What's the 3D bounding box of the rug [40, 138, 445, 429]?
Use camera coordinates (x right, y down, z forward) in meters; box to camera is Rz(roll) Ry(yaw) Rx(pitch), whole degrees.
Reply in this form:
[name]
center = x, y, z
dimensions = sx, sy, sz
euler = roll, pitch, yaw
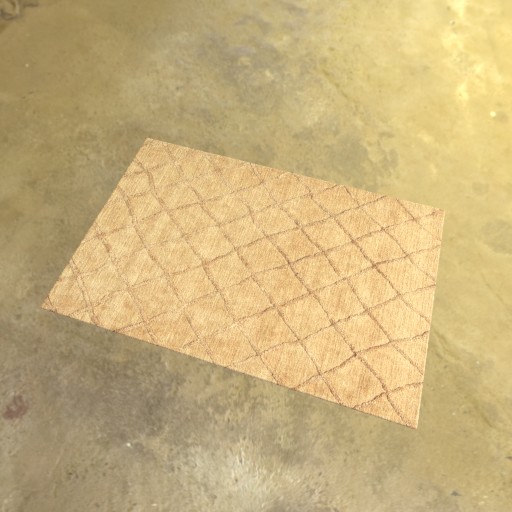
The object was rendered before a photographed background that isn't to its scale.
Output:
[rug]
center = 0.000, 0.000, 2.916
dimensions = 2.292, 0.014, 1.528
euler = 16, 60, 9
